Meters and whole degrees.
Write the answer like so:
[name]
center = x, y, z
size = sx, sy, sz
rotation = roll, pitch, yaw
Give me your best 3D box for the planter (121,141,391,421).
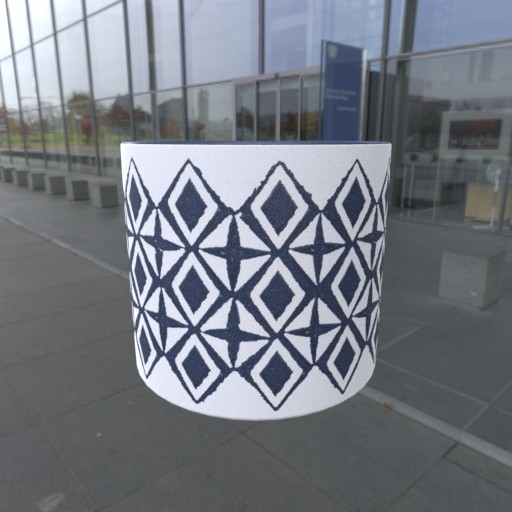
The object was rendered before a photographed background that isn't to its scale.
[planter]
center = 0.000, 0.000, 0.405
size = 0.224, 0.203, 0.224
rotation = 0, 15, 0
